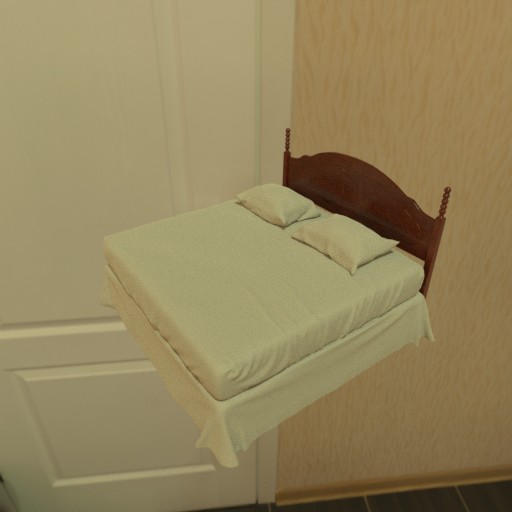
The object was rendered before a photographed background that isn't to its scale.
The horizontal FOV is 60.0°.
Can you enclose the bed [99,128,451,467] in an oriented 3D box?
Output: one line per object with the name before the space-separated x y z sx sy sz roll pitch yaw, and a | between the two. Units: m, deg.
bed | 0.000 0.000 3.714 2.219 1.355 2.322 -21 38 -30
